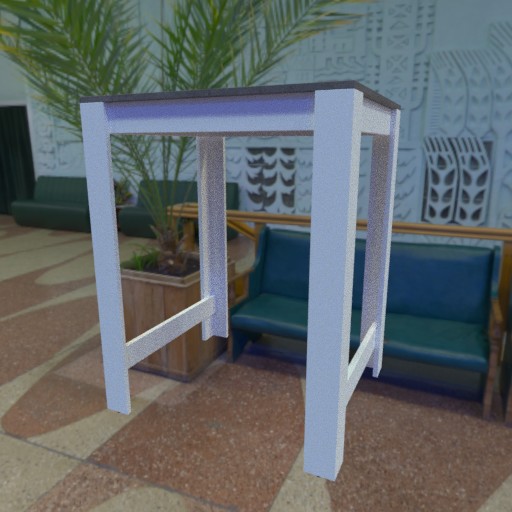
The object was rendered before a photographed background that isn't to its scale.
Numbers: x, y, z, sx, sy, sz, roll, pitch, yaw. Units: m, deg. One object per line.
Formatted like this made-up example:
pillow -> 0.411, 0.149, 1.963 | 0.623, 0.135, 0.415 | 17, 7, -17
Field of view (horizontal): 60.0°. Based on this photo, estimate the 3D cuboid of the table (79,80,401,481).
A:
table -> 0.000, 0.000, 1.545 | 0.800, 1.020, 0.700 | 7, 15, 25
